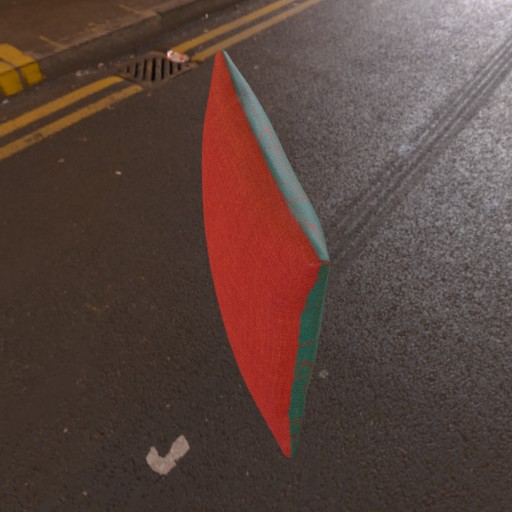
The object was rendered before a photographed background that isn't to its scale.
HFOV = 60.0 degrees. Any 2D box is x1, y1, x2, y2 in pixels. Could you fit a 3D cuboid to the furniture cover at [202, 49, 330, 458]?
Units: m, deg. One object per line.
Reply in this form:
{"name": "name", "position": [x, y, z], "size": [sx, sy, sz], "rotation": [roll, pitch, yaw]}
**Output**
{"name": "furniture cover", "position": [0.000, 0.000, 0.768], "size": [0.158, 0.508, 0.517], "rotation": [-10, 47, -9]}
